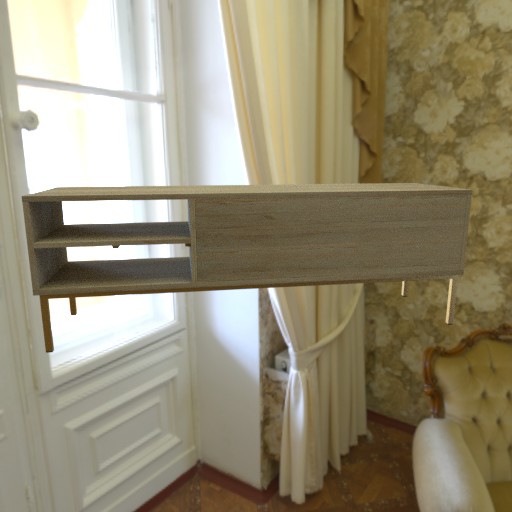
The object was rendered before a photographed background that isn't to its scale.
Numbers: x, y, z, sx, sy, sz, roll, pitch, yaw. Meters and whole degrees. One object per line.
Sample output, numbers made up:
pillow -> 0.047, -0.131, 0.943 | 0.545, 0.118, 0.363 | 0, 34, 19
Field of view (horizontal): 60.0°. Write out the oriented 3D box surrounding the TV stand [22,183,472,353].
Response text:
TV stand -> 0.000, 0.000, 1.818 | 1.600, 0.550, 0.420 | -2, 13, -9
